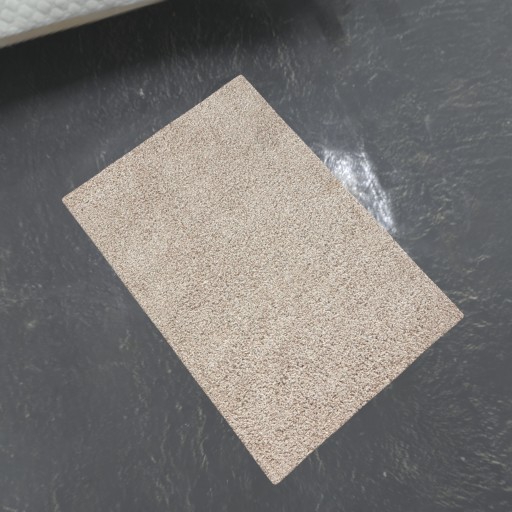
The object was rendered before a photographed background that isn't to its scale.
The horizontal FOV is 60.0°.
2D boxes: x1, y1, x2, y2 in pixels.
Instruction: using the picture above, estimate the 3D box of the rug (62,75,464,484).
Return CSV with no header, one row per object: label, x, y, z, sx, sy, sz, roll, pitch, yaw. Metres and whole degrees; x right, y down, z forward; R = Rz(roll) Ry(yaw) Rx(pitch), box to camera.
rug,0.000,0.000,2.273,1.219,0.030,1.778,-38,79,-9
